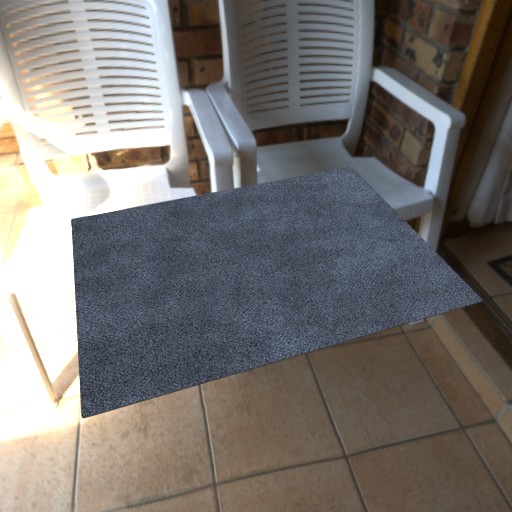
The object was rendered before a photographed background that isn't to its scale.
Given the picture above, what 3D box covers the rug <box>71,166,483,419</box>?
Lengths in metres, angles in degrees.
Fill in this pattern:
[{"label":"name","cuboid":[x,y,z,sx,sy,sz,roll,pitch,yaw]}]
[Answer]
[{"label":"rug","cuboid":[0.000,0.000,2.860,2.235,0.008,1.600,-13,43,-14]}]
